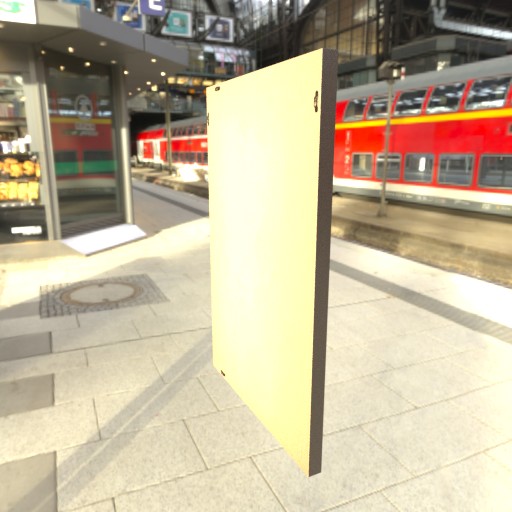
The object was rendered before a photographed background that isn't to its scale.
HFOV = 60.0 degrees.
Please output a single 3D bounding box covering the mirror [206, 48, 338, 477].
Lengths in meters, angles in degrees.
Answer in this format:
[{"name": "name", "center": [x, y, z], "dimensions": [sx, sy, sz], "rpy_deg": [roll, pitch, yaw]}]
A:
[{"name": "mirror", "center": [0.000, 0.000, 1.186], "dimensions": [0.041, 0.915, 0.609], "rpy_deg": [-7, 15, -26]}]
